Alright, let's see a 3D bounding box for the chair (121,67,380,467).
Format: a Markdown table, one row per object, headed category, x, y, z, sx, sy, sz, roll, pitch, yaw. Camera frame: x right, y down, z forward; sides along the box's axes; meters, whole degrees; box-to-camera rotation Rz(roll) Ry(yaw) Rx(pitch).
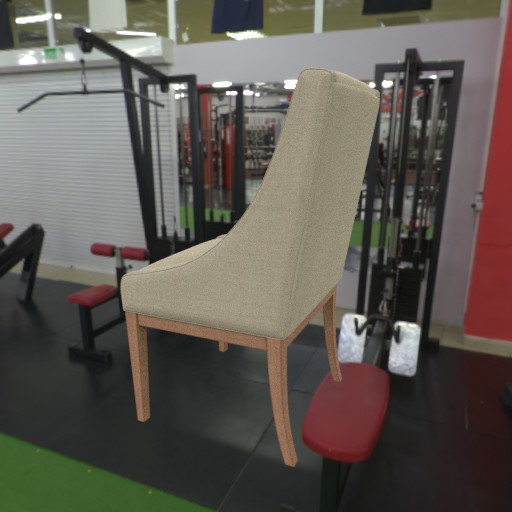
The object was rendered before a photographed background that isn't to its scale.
| category | x | y | z | sx | sy | sz | roll | pitch | yaw |
| --- | --- | --- | --- | --- | --- | --- | --- | --- | --- |
| chair | 0.000 | 0.000 | 1.399 | 0.611 | 1.021 | 0.575 | 7 | 17 | 24 |
